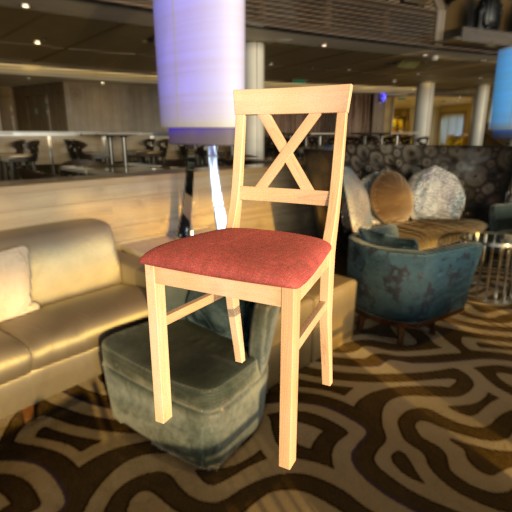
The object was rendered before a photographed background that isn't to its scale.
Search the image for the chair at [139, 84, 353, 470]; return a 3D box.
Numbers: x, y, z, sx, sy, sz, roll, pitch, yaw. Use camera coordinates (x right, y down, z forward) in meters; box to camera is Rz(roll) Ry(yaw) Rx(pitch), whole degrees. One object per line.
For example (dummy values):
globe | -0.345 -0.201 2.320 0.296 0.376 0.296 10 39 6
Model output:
chair | 0.000 0.000 1.221 0.439 0.912 0.492 8 17 26
